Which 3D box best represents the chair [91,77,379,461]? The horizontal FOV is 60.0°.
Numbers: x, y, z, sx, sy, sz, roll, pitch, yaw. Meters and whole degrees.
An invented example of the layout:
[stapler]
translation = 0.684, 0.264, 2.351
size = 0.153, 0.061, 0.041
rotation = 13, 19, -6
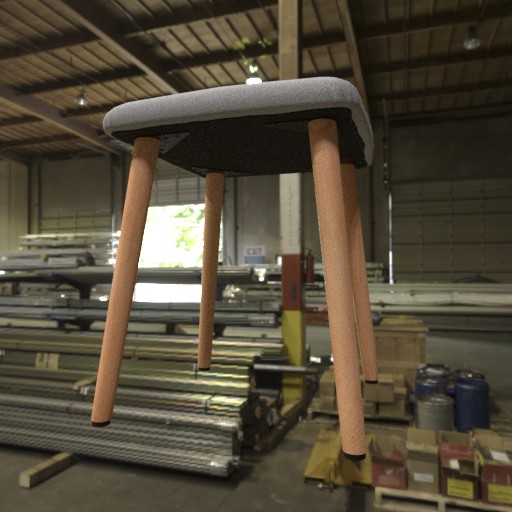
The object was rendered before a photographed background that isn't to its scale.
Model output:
[chair]
translation = 0.000, 0.000, 0.683
size = 0.350, 0.440, 0.350
rotation = 0, -1, 18
